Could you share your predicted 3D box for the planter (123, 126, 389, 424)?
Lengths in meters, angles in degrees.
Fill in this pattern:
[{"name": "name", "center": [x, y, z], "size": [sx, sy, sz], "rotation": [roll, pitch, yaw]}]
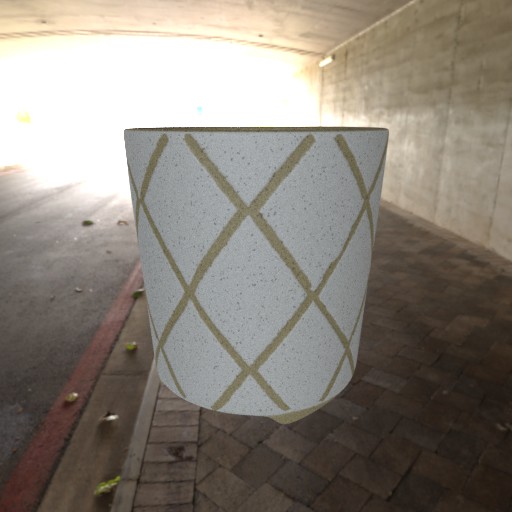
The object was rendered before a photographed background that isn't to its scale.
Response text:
[{"name": "planter", "center": [0.000, 0.000, 0.358], "size": [0.191, 0.199, 0.191], "rotation": [0, 17, 0]}]
